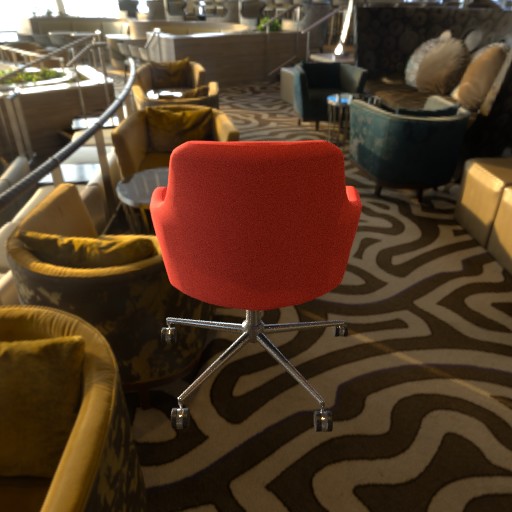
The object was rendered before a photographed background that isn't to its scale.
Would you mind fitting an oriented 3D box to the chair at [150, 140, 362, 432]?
[{"bbox_3d":[0.000,0.000,1.287,0.655,0.820,0.600,0,31,-1],"label":"chair"}]
